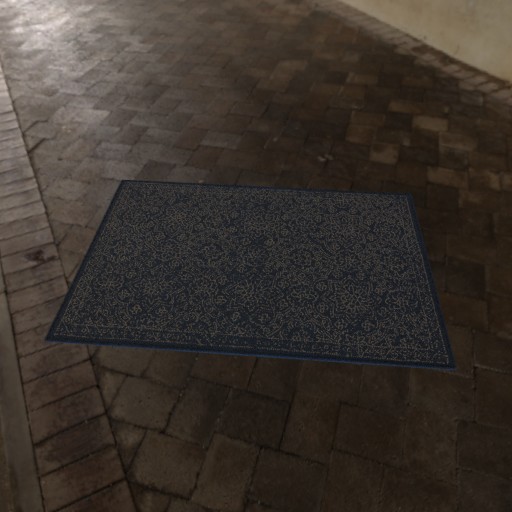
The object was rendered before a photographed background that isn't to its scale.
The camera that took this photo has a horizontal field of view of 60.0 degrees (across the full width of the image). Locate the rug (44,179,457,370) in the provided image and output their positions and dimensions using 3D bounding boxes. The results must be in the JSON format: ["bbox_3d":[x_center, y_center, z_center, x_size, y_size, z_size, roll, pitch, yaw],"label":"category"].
[{"bbox_3d":[0.000,0.000,2.373,1.829,0.010,1.219,3,46,3],"label":"rug"}]
